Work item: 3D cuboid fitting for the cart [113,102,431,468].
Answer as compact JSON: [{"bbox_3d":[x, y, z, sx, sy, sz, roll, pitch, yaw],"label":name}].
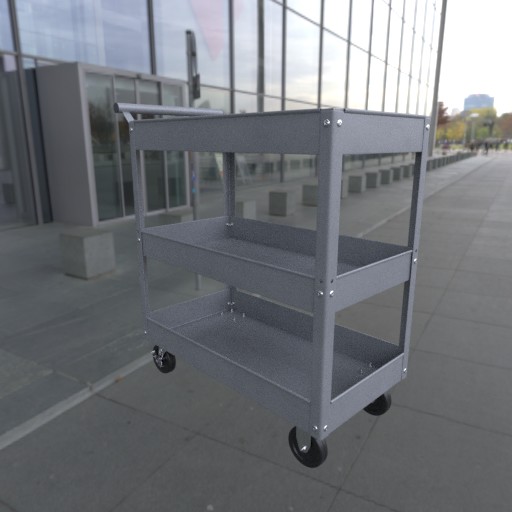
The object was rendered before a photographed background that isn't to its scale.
[{"bbox_3d":[0.000,0.000,1.159,0.366,0.780,0.719,-14,20,-43],"label":"cart"}]
